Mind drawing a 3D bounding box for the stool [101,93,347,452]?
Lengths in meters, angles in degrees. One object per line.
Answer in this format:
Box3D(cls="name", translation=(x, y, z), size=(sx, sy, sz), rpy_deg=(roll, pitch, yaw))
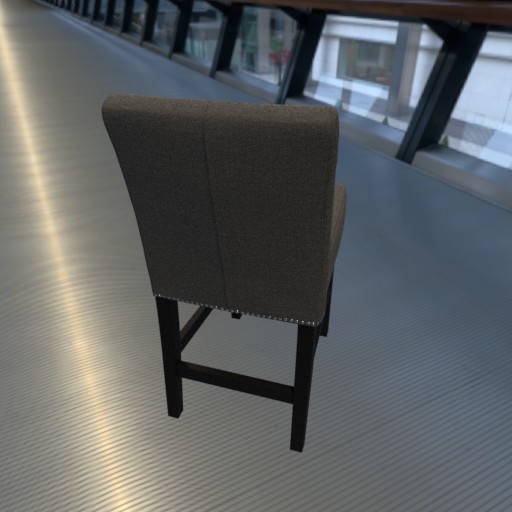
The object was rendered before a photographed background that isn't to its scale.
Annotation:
Box3D(cls="stool", translation=(0.000, 0.000, 1.169), size=(0.427, 0.885, 0.571), rpy_deg=(9, 32, 15))
